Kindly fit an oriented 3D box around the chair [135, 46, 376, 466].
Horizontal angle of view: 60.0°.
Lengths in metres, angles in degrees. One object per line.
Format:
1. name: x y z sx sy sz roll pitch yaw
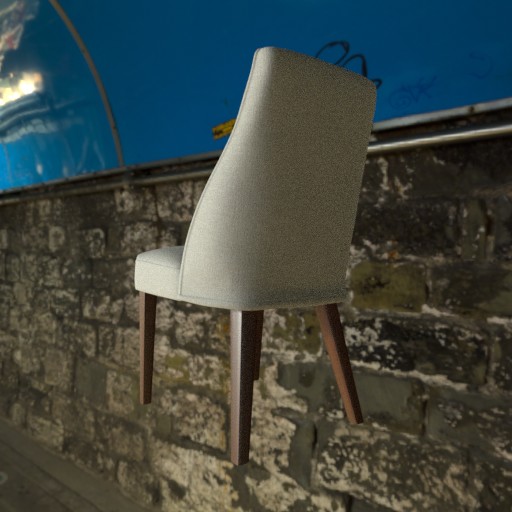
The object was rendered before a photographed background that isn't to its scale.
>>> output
1. chair: 0.000 0.000 1.279 0.500 0.930 0.620 0 1 -37
